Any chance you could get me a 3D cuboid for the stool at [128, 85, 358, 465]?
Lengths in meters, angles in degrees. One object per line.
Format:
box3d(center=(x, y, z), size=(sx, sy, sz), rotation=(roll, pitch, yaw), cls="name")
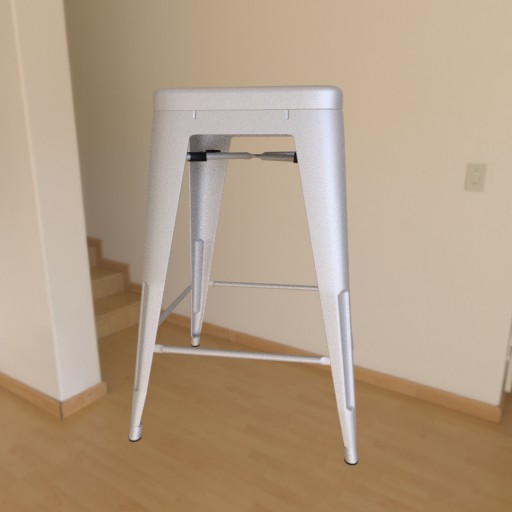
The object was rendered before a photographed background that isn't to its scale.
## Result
box3d(center=(0.000, 0.000, 0.890), size=(0.410, 0.608, 0.410), rotation=(2, 15, 9), cls="stool")
